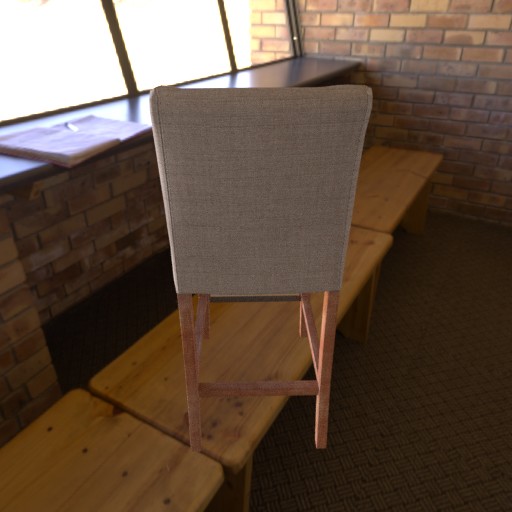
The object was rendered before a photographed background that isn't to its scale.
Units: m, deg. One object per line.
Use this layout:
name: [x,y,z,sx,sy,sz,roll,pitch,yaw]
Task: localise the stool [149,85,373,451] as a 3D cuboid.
stool: [0.000,0.000,1.322,0.454,1.039,0.567,-1,30,-1]
